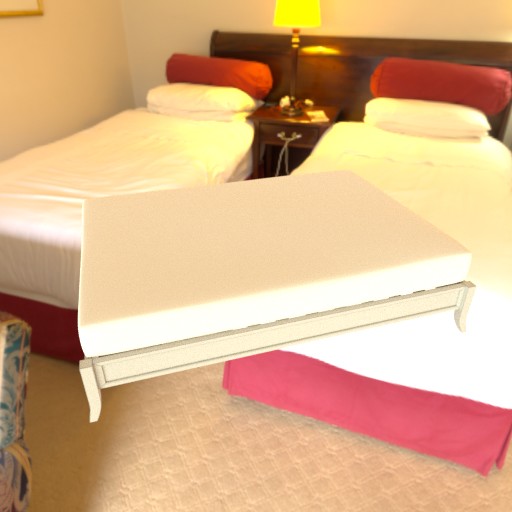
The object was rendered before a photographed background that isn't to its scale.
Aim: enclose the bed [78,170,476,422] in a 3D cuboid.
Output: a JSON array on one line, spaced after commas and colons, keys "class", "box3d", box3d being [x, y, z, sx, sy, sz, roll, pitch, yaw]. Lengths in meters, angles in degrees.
[{"class": "bed", "box3d": [0.000, 0.000, 2.661, 1.985, 0.510, 1.460, -9, 32, -15]}]
